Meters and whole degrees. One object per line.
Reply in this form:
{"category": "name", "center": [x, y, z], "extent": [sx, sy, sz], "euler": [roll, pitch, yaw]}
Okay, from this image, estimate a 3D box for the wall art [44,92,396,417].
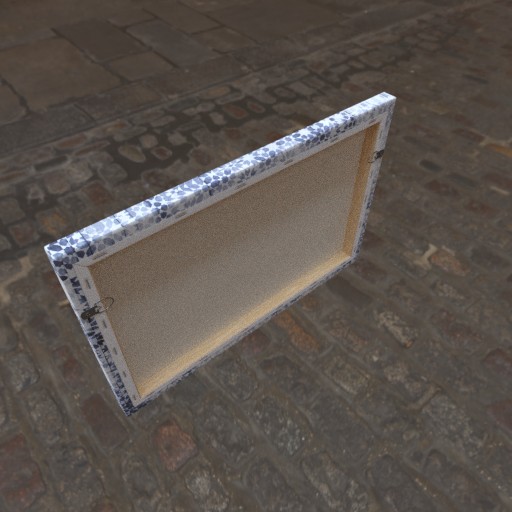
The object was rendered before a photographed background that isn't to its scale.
{"category": "wall art", "center": [0.000, 0.000, 0.780], "extent": [0.608, 0.406, 0.030], "euler": [-31, 53, -26]}
